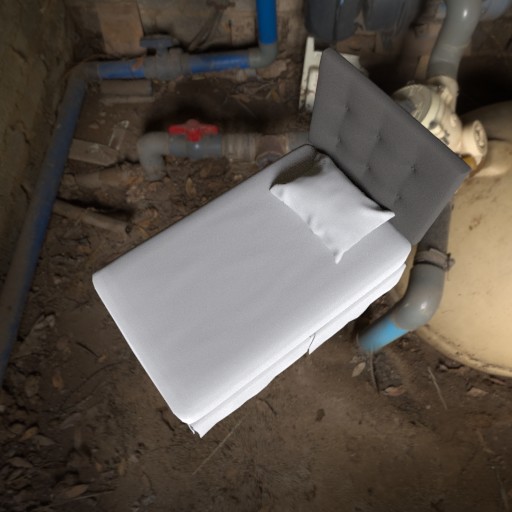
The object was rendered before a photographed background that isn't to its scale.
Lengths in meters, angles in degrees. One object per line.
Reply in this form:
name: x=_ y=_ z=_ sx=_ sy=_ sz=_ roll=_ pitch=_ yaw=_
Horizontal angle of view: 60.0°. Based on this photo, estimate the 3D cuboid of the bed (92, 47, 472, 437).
bed: x=0.000 y=0.000 z=2.938 sx=1.997 sy=1.571 sz=1.261 roll=-34 pitch=69 yaw=-15
